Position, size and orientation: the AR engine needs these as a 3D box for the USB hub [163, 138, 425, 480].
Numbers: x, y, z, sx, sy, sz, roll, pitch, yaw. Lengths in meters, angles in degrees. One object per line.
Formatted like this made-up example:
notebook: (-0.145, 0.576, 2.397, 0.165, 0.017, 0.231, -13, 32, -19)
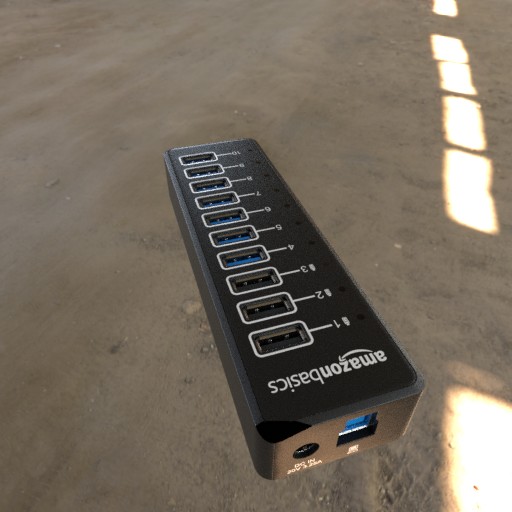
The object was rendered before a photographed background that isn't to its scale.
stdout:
USB hub: (0.000, 0.000, 0.162, 0.044, 0.023, 0.145, -12, 42, -13)
